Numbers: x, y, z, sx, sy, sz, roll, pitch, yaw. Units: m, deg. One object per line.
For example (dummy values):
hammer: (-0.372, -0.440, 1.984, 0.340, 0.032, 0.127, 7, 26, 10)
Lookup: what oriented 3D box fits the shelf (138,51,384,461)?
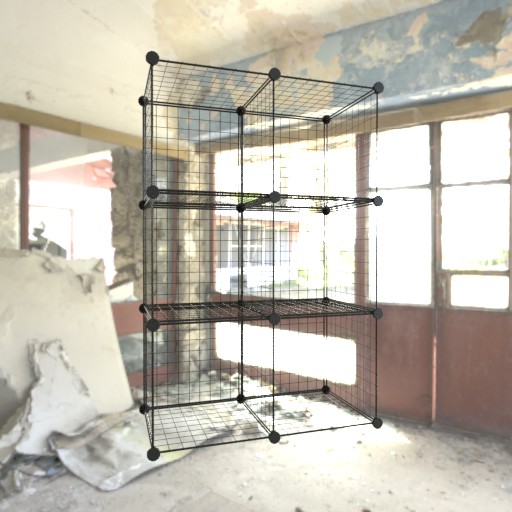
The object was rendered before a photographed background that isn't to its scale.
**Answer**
shelf: (0.000, 0.000, 1.426, 0.711, 1.067, 0.356, 0, 1, -18)
